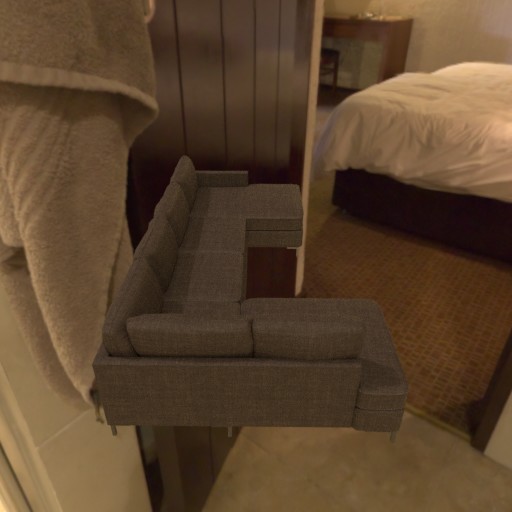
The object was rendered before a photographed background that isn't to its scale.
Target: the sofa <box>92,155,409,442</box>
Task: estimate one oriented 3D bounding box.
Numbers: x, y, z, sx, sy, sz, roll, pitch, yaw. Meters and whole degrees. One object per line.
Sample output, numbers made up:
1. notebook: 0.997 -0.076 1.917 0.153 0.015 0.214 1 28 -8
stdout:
1. sofa: 0.000 0.000 4.327 2.048 0.999 3.423 0 32 1
